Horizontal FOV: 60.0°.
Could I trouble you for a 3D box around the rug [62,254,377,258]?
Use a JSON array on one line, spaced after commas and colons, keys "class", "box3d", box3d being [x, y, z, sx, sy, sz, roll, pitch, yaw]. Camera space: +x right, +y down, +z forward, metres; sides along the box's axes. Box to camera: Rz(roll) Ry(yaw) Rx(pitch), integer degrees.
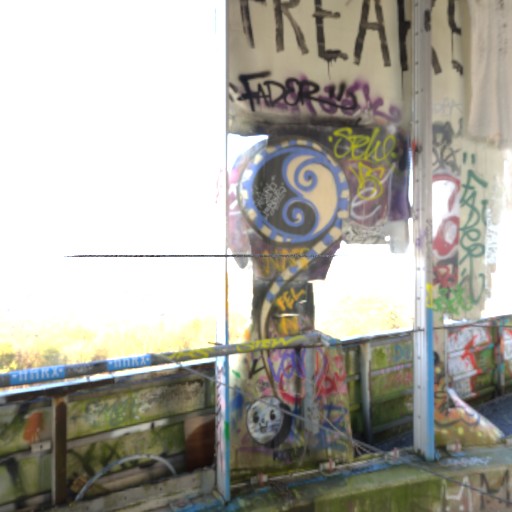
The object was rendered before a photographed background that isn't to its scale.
[{"class": "rug", "box3d": [0.000, 0.000, 2.913, 2.378, 0.018, 1.324, 0, 0, -36]}]
